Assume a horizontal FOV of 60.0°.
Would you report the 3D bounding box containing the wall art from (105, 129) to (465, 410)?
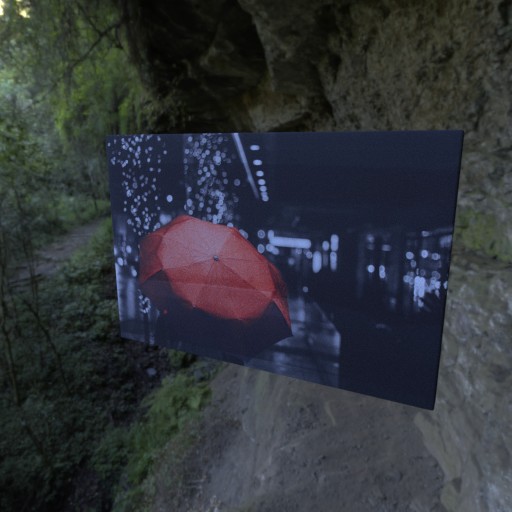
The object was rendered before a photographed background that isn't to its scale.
[{"bbox_3d":[0.000,0.000,0.760,0.609,0.406,0.037,7,15,25],"label":"wall art"}]
